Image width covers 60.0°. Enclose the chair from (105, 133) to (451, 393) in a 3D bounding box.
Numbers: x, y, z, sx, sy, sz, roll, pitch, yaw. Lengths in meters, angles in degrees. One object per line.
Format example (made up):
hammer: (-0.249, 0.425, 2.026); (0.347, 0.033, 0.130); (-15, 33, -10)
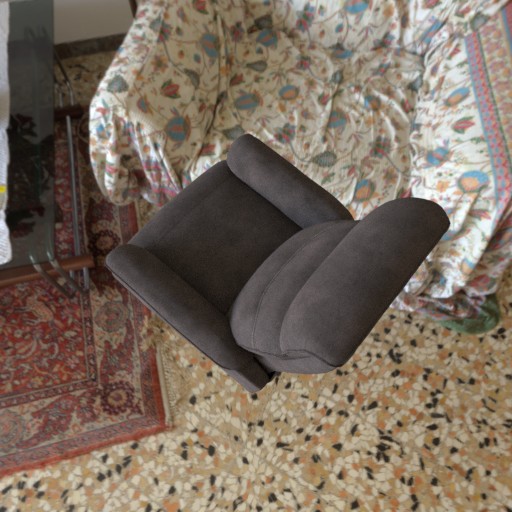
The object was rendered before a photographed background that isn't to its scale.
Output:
chair: (0.000, 0.000, 1.721); (1.009, 1.035, 0.830); (37, 69, 17)
